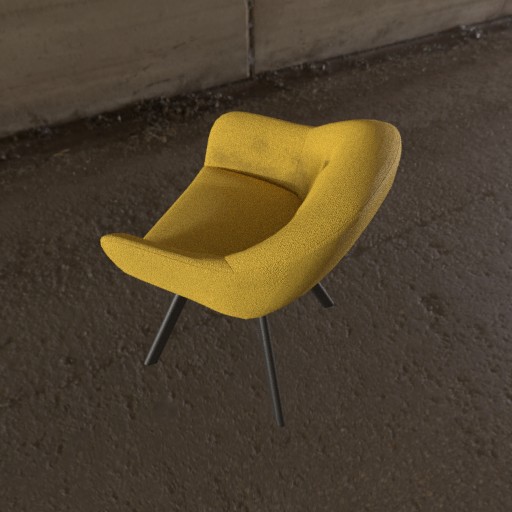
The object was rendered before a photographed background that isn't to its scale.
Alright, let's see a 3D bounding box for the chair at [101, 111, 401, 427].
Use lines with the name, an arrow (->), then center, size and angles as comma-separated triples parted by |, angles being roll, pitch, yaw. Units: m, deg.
chair -> 0.000, 0.000, 1.150 | 0.565, 0.775, 0.545 | 18, 50, 16
